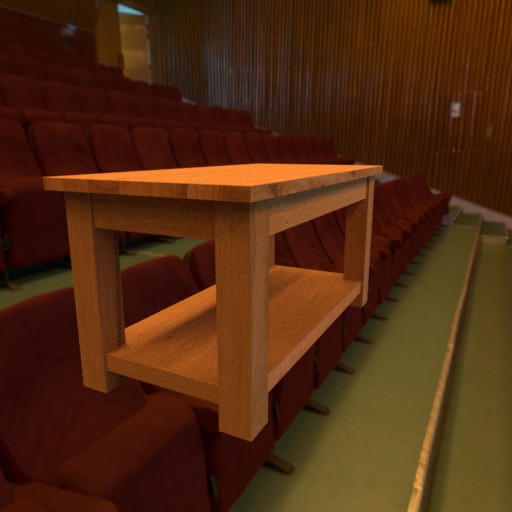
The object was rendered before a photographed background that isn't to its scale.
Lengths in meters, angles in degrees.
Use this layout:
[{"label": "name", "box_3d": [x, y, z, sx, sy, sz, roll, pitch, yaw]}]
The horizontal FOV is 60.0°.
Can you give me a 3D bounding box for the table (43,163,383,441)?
[{"label": "table", "box_3d": [0.000, 0.000, 1.185, 0.450, 0.452, 0.899, 7, 15, 27]}]
